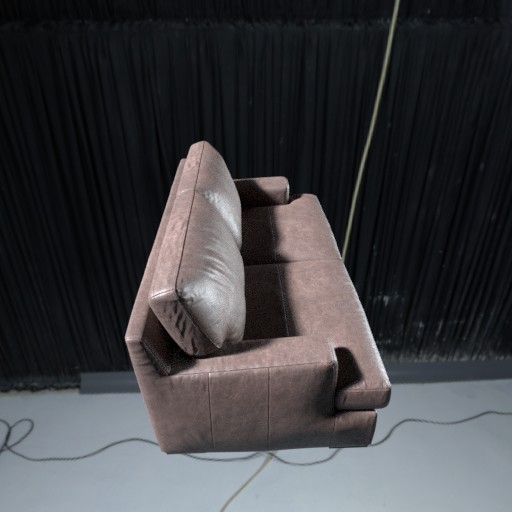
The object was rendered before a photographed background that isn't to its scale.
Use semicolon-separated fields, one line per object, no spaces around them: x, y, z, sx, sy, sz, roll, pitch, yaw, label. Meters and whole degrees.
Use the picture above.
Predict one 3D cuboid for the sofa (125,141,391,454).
0.000;0.000;2.837;1.143;0.941;2.261;-1;31;-2;sofa
